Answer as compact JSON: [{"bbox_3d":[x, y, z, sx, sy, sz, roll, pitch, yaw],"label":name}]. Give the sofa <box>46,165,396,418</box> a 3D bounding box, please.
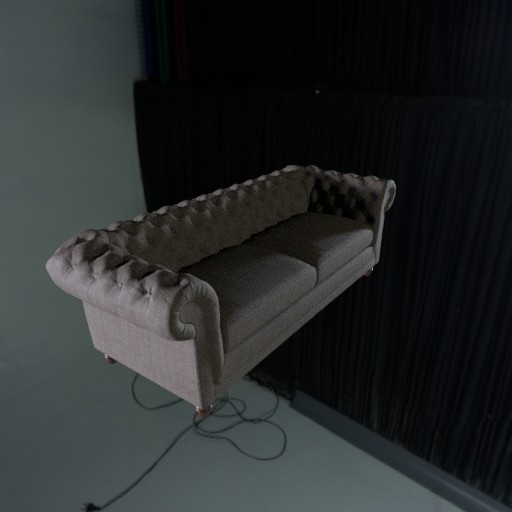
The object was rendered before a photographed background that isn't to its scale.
[{"bbox_3d":[0.000,0.000,2.891,0.944,0.787,2.385,16,28,33],"label":"sofa"}]
